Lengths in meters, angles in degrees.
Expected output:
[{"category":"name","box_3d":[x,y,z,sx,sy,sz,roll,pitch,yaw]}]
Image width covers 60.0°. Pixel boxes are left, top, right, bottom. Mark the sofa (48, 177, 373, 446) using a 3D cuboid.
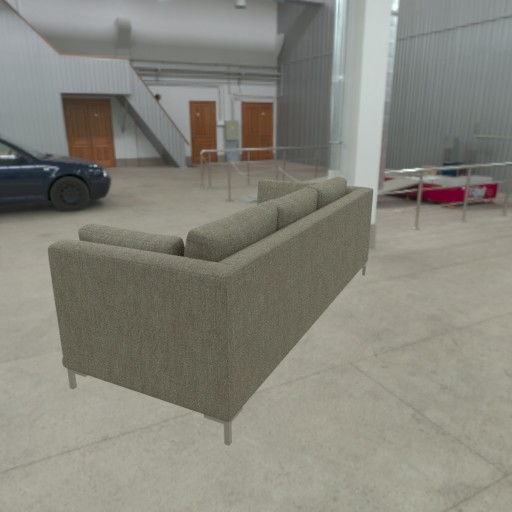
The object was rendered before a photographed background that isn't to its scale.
[{"category":"sofa","box_3d":[0.000,0.000,2.931,0.969,0.867,2.415,8,19,25]}]
